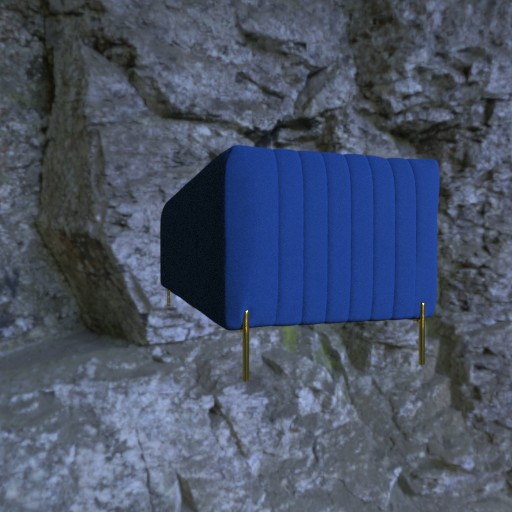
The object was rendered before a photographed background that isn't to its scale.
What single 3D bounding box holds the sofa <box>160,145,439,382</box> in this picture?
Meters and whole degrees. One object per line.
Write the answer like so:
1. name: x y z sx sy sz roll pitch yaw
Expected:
1. sofa: 0.000 0.000 2.553 0.896 0.793 2.136 0 1 -18
